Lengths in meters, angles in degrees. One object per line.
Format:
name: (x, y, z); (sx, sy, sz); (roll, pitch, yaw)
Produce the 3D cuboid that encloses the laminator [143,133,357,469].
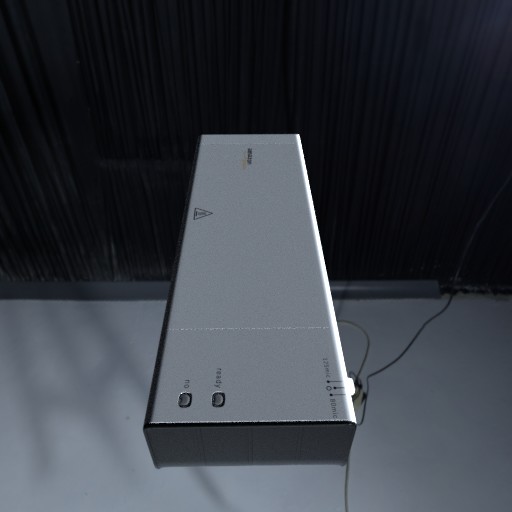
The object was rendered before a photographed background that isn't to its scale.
laminator: (0.000, 0.000, 0.377); (0.123, 0.062, 0.340); (-1, 41, -1)
